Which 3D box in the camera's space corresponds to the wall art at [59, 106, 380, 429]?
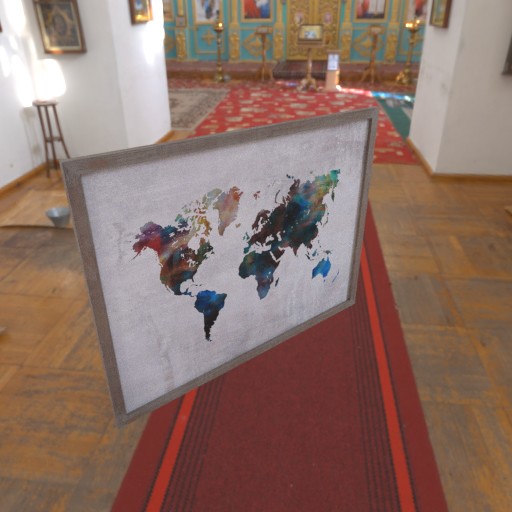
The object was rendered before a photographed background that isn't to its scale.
[{"bbox_3d":[0.000,0.000,1.360,1.012,0.774,0.019,-21,34,-33],"label":"wall art"}]
